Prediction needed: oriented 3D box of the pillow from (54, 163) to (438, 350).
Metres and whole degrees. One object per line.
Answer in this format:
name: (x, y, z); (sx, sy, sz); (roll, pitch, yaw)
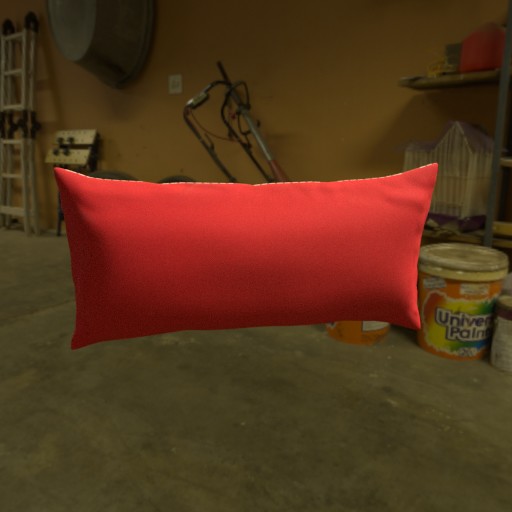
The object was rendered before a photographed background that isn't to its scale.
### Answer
pillow: (0.000, 0.000, 0.731); (0.608, 0.297, 0.151); (-2, 14, -8)
